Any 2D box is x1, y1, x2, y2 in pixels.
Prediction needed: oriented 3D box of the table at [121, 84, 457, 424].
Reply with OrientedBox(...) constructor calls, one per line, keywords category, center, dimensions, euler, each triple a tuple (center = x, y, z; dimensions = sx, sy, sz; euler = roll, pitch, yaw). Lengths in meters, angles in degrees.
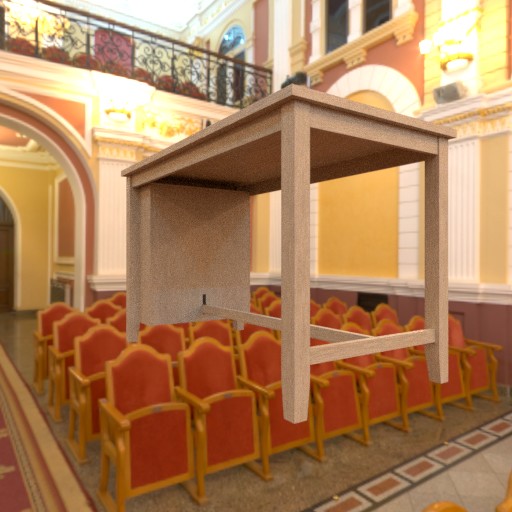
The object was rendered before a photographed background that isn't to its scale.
OrientedBox(category="table", center=(0.000, 0.000, 1.906), dimensions=(0.729, 0.874, 1.397), euler=(0, 0, -34))
